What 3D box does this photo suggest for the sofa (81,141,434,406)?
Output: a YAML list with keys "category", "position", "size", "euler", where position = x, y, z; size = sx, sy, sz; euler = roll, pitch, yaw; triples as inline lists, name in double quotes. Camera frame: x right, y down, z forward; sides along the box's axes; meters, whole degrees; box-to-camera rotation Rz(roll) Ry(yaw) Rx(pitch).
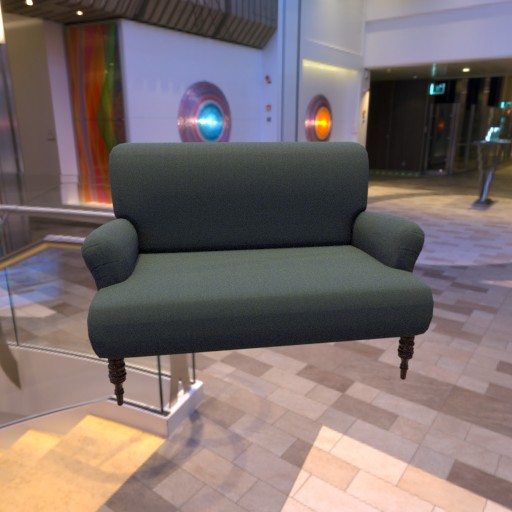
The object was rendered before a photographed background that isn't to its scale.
- category: "sofa"
  position: [0.000, 0.000, 1.831]
  size: [1.297, 0.889, 0.779]
  euler: [-3, 17, -9]
